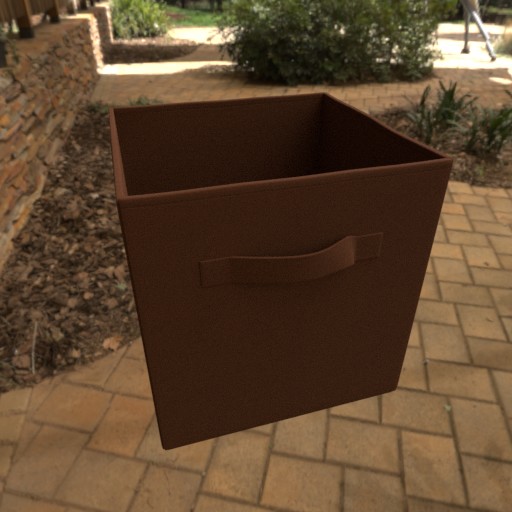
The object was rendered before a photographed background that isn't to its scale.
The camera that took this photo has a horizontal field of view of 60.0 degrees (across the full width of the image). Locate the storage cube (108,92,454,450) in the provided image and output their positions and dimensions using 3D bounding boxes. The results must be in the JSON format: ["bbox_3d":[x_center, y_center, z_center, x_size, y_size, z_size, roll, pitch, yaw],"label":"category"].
[{"bbox_3d":[0.000,0.000,0.495,0.270,0.280,0.270,-9,34,-14],"label":"storage cube"}]
